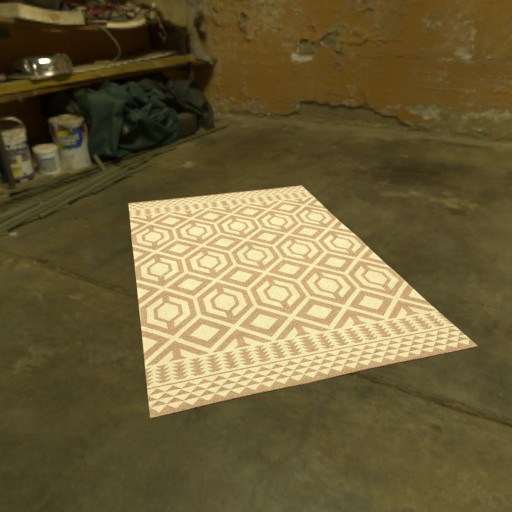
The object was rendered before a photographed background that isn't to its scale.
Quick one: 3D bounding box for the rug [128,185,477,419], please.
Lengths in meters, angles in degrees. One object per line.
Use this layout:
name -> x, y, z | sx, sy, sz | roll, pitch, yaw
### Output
rug -> 0.000, 0.000, 2.299 | 1.219, 0.008, 1.829 | -8, 30, -14
